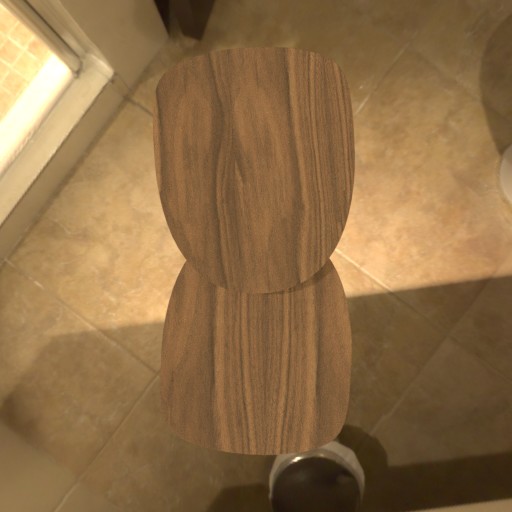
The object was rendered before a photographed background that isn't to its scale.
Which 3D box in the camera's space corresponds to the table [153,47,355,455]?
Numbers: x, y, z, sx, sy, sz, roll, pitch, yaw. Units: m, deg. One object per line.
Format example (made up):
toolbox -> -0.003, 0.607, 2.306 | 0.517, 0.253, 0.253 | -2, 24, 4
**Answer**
table -> 0.000, 0.000, 1.363 | 0.527, 0.429, 1.084 | 0, 90, 1
